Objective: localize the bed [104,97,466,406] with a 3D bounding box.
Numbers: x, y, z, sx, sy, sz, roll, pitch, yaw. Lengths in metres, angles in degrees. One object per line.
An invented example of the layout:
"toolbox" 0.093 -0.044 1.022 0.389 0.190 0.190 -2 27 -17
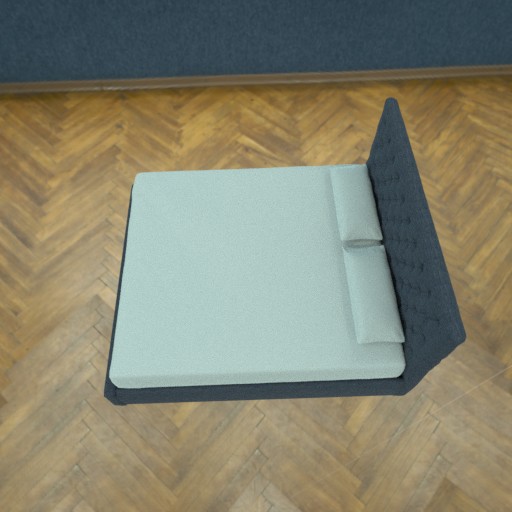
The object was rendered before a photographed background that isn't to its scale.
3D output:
"bed" 0.000 0.000 3.625 2.387 1.427 2.078 -2 59 -1
